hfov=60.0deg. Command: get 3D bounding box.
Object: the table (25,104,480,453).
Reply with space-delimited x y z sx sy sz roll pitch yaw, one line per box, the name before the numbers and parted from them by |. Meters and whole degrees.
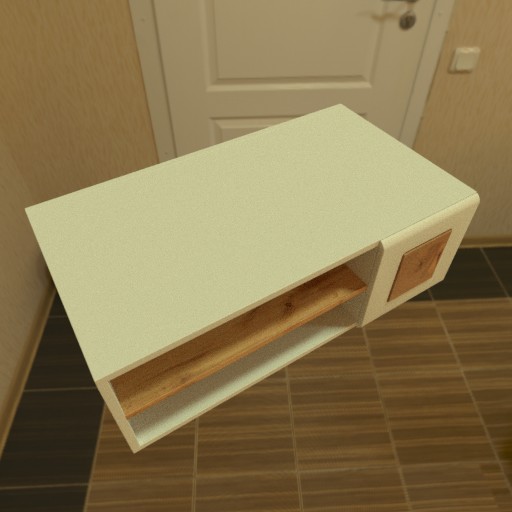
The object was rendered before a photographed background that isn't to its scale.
table | 0.000 0.000 1.379 1.097 0.442 0.639 -24 51 -21
